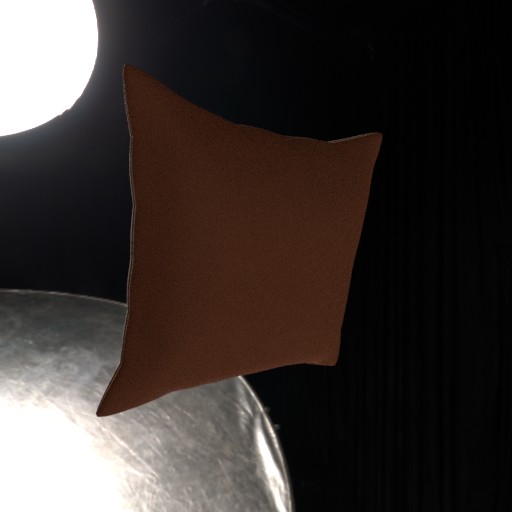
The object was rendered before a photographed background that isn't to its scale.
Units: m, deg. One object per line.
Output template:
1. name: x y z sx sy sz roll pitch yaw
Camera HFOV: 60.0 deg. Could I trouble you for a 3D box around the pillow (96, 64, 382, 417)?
1. pillow: 0.000 0.000 0.677 0.453 0.430 0.200 1 -1 -36
